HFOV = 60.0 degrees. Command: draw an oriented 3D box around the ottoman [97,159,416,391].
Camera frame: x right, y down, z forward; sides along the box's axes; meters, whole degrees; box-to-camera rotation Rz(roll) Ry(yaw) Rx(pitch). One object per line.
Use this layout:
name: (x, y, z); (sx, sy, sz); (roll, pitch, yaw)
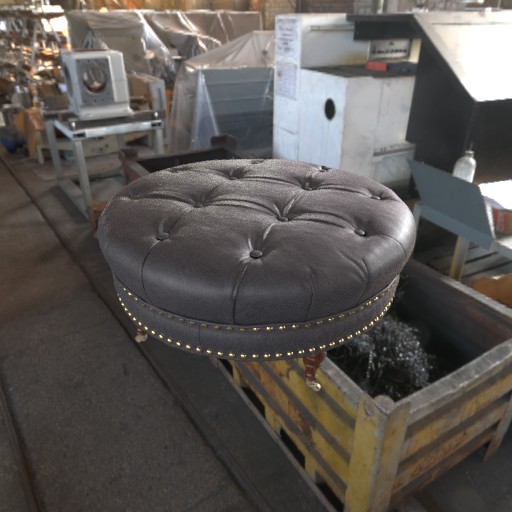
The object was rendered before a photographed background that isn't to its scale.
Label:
ottoman: (0.000, 0.000, 1.378); (0.901, 0.439, 0.901); (0, 29, 0)
